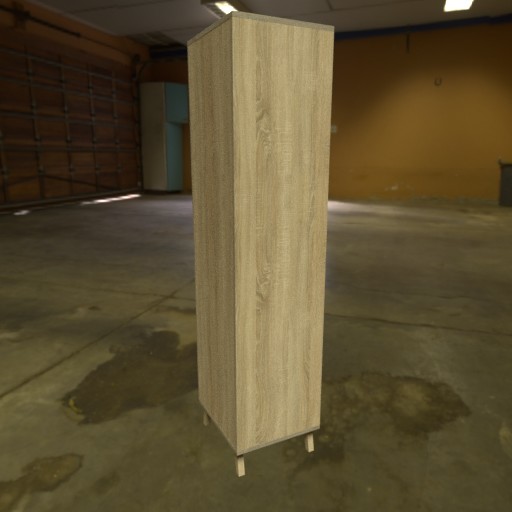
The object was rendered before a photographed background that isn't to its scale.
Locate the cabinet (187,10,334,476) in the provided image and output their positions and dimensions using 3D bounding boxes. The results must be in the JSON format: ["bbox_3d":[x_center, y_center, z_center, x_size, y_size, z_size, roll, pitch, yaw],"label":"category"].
[{"bbox_3d":[0.000,0.000,2.131,0.450,1.960,0.510,-6,14,-26],"label":"cabinet"}]
